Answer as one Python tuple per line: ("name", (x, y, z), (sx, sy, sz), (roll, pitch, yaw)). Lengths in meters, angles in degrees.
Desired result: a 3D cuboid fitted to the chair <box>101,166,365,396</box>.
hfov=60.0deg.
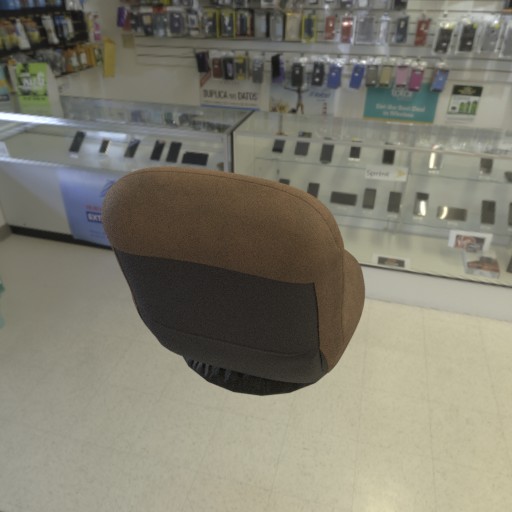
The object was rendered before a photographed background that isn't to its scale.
("chair", (0.000, 0.000, 1.043), (0.521, 0.594, 0.597), (10, 34, 15))
